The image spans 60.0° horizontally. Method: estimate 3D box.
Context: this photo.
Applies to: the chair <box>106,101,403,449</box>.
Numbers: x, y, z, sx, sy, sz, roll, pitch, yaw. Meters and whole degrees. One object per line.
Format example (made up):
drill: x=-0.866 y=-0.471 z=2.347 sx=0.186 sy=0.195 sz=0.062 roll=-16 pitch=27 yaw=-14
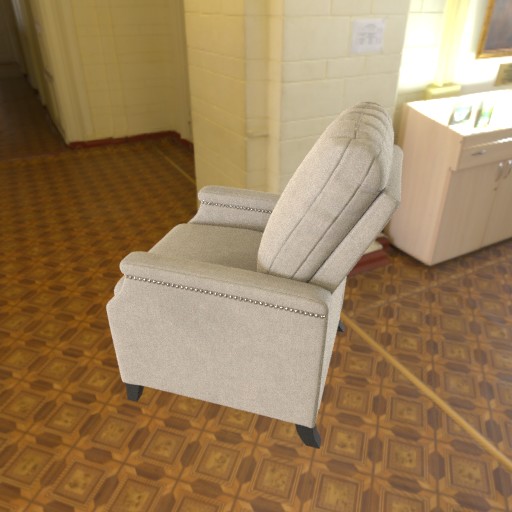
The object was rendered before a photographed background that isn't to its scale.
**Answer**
chair: x=0.000 y=0.000 z=1.634 sx=0.922 sy=1.049 sz=0.710 roll=9 pitch=31 yaw=15
